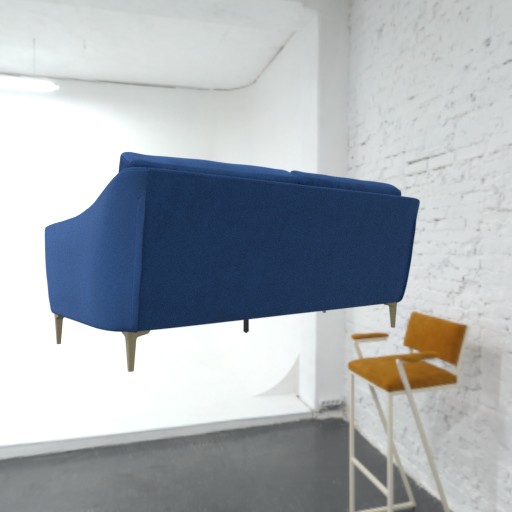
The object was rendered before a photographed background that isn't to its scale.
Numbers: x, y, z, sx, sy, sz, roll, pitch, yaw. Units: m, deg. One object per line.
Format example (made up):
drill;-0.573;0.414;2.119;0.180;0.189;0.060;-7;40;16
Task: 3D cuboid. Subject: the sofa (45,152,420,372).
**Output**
sofa;0.000;0.000;2.511;2.036;0.903;0.960;-1;1;-36
